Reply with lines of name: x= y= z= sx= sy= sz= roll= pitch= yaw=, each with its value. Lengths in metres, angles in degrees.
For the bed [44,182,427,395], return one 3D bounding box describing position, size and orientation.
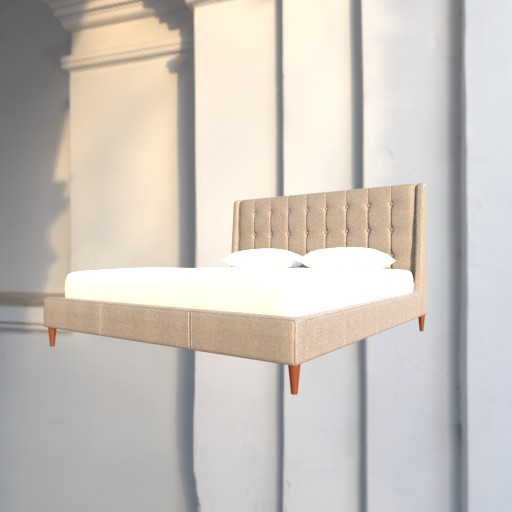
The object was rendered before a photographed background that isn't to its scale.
bed: x=0.000 y=0.000 z=3.521 sx=2.062 sy=1.289 sz=2.342 roll=0 pitch=-1 yaw=35
